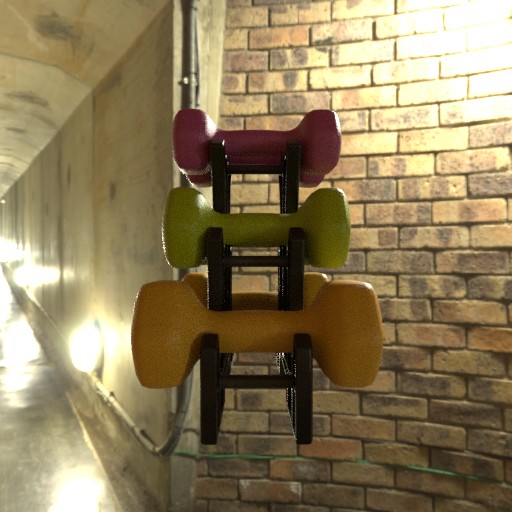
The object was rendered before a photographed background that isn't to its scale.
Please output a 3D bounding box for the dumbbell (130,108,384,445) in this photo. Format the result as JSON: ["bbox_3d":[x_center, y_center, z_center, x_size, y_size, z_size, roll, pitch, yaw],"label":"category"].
[{"bbox_3d":[0.000,0.000,0.457,0.190,0.271,0.300,0,0,0],"label":"dumbbell"}]
